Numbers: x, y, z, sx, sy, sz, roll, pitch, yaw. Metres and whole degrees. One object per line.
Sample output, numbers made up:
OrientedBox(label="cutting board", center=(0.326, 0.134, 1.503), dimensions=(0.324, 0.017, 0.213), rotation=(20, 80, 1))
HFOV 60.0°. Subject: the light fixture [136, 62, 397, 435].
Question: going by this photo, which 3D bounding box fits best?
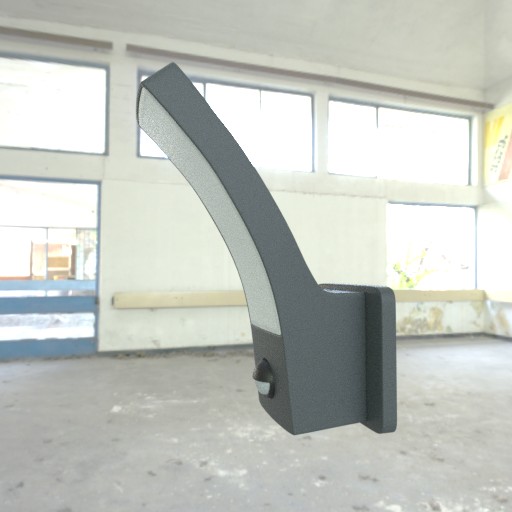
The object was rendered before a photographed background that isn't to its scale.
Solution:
OrientedBox(label="light fixture", center=(0.000, 0.000, 0.329), dimensions=(0.174, 0.243, 0.108), rotation=(1, -2, -16))
